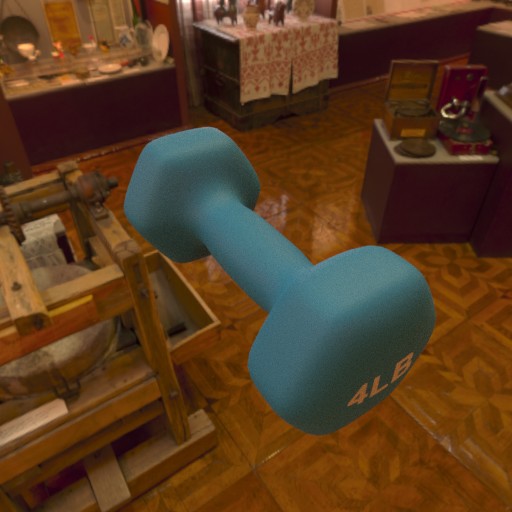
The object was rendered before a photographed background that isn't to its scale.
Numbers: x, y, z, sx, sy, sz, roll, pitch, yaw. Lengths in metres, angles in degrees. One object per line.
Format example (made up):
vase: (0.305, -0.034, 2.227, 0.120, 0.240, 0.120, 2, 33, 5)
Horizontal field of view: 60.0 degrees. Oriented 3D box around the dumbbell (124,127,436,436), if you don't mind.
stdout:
dumbbell: (0.000, 0.000, 0.194, 0.074, 0.066, 0.152, -22, 44, -25)
